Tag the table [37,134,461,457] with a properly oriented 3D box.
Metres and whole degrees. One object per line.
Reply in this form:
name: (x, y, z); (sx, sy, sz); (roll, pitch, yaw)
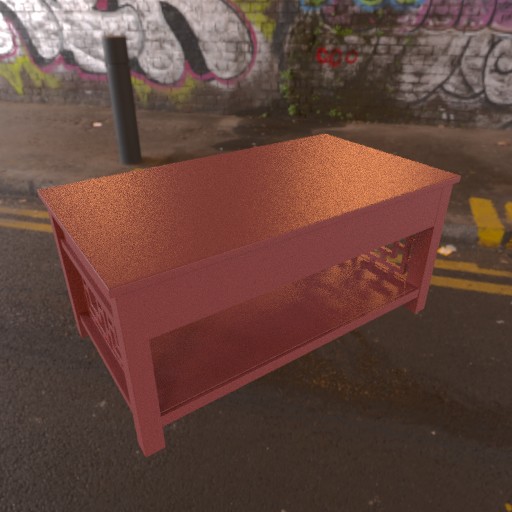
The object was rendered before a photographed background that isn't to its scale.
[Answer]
table: (0.000, 0.000, 1.402); (1.068, 0.493, 0.612); (-19, 35, -30)
